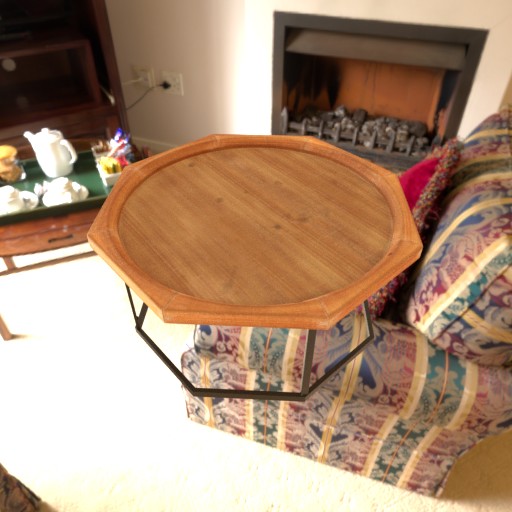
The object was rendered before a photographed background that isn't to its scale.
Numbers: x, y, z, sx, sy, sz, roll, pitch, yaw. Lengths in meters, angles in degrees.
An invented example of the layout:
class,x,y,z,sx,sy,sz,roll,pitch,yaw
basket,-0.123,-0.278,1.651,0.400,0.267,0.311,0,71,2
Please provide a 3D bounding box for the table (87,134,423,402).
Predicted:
class,x,y,z,sx,sy,sz,roll,pitch,yaw
table,0.000,0.000,1.505,1.002,0.444,1.002,0,41,0
